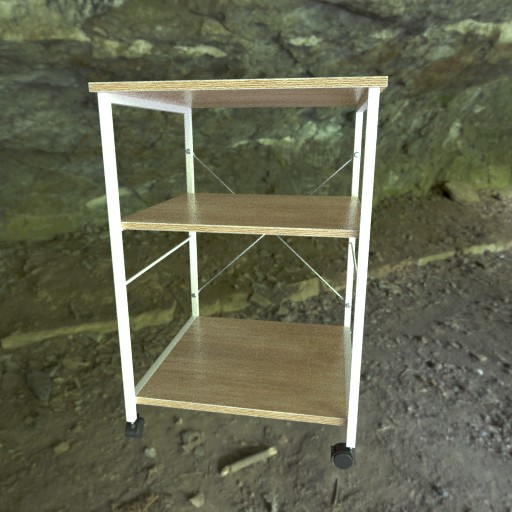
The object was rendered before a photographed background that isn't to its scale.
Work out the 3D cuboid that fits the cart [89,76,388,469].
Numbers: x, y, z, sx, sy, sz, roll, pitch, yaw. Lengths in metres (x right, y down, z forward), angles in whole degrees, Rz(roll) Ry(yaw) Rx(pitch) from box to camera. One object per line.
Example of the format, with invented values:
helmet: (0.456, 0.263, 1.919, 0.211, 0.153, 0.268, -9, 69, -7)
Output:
cart: (0.000, 0.000, 1.101, 0.521, 0.762, 0.520, 3, 16, 10)
